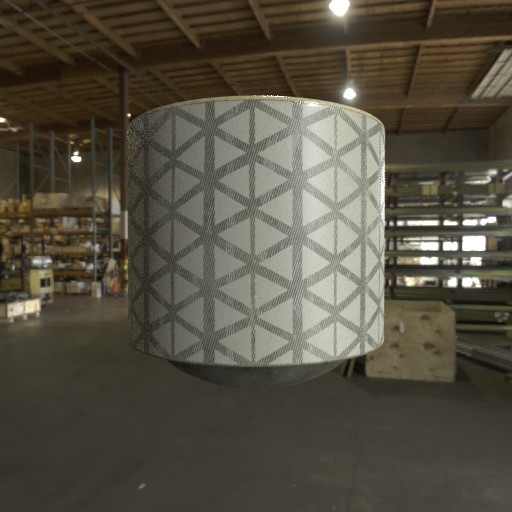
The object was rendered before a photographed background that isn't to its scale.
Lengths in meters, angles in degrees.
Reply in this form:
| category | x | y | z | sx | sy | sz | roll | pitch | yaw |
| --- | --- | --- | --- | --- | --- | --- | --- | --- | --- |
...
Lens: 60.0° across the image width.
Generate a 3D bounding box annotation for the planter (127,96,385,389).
| category | x | y | z | sx | sy | sz | roll | pitch | yaw |
| --- | --- | --- | --- | --- | --- | --- | --- | --- | --- |
| planter | 0.000 | 0.000 | 0.342 | 0.190 | 0.181 | 0.190 | 0 | 1 | 0 |
